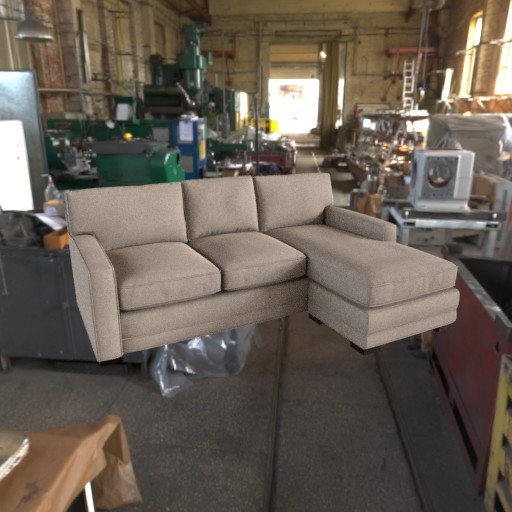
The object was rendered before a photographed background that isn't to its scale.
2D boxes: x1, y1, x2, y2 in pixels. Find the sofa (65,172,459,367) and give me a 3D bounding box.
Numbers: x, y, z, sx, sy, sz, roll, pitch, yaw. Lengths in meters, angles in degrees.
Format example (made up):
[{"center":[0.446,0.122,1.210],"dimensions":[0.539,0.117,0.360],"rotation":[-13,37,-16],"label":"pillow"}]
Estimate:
[{"center":[0.000,0.000,2.846],"dimensions":[2.087,0.861,1.496],"rotation":[-9,20,-26],"label":"sofa"}]
